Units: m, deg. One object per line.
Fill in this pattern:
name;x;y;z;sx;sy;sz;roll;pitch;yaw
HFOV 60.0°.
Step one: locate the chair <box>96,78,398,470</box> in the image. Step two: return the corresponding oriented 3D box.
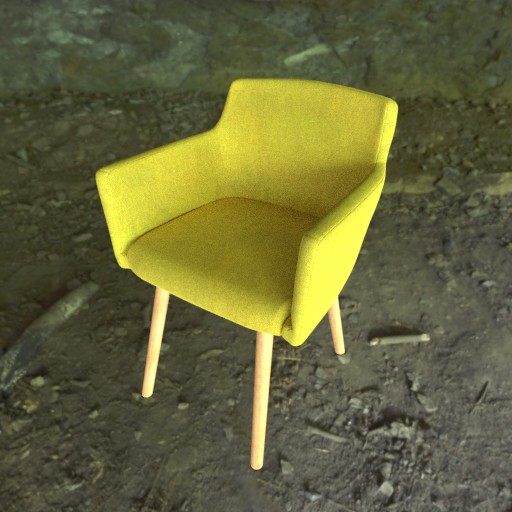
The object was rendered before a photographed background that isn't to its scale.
chair;0.000;0.000;1.145;0.570;0.780;0.570;20;37;29
